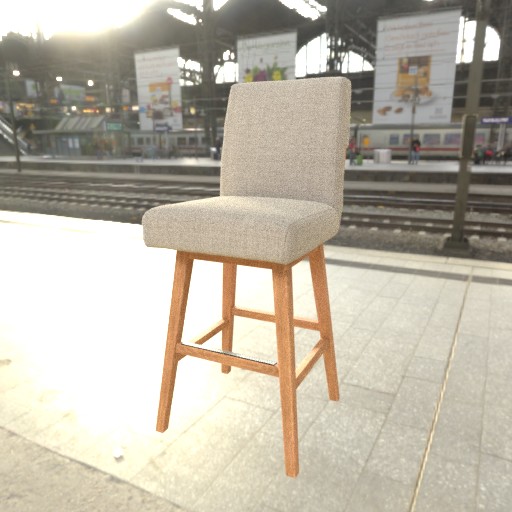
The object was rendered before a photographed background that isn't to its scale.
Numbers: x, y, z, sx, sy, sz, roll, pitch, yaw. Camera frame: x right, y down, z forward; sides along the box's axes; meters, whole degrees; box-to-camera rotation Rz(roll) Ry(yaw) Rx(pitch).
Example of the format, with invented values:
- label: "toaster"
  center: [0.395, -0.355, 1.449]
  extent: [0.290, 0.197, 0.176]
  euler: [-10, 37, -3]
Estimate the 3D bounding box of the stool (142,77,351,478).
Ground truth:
- label: "stool"
  center: [0.000, 0.000, 1.405]
  extent: [0.483, 1.106, 0.569]
  euler: [7, 16, 25]
